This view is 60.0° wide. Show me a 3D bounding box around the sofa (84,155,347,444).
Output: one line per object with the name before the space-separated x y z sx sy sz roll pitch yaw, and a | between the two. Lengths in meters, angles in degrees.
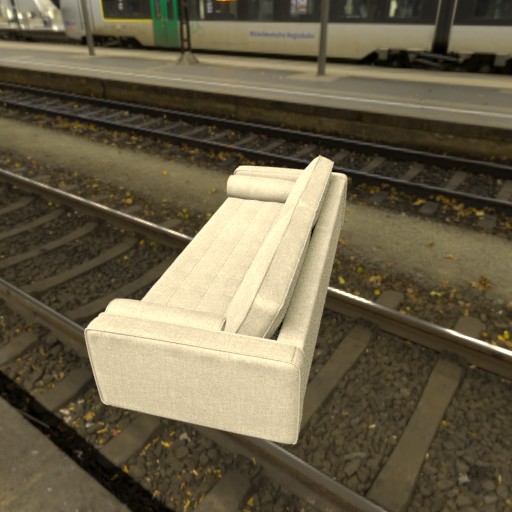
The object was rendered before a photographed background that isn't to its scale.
sofa | 0.000 0.000 2.700 0.914 0.762 2.211 7 30 13
